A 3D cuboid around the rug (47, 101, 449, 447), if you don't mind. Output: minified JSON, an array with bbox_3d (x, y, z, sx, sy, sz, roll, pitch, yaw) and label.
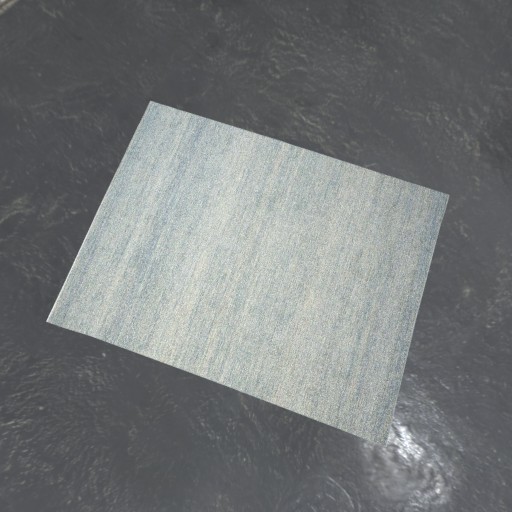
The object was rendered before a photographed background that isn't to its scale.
[{"bbox_3d":[0.000,0.000,4.231,3.237,0.046,2.461,19,76,5],"label":"rug"}]
